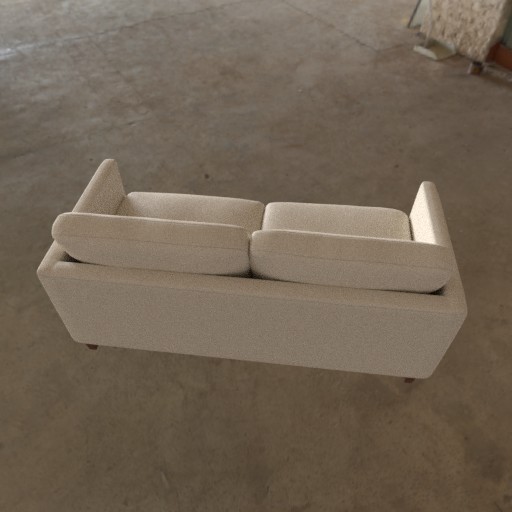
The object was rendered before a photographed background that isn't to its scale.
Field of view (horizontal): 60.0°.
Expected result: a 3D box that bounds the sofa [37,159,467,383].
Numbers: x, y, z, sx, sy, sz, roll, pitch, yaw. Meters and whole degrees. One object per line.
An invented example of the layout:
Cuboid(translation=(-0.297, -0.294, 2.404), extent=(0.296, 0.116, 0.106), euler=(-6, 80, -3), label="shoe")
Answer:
Cuboid(translation=(0.000, 0.000, 2.482), extent=(1.981, 0.889, 0.965), euler=(5, 47, 5), label="sofa")
